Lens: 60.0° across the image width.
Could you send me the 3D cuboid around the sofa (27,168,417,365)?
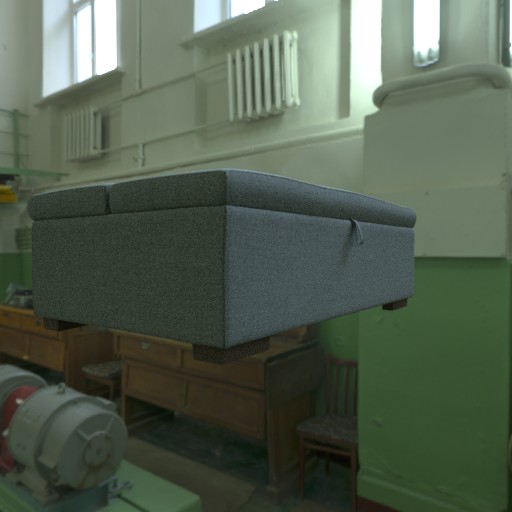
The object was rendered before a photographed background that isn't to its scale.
[{"bbox_3d":[0.000,0.000,1.598,0.817,0.434,1.250,1,1,37],"label":"sofa"}]
